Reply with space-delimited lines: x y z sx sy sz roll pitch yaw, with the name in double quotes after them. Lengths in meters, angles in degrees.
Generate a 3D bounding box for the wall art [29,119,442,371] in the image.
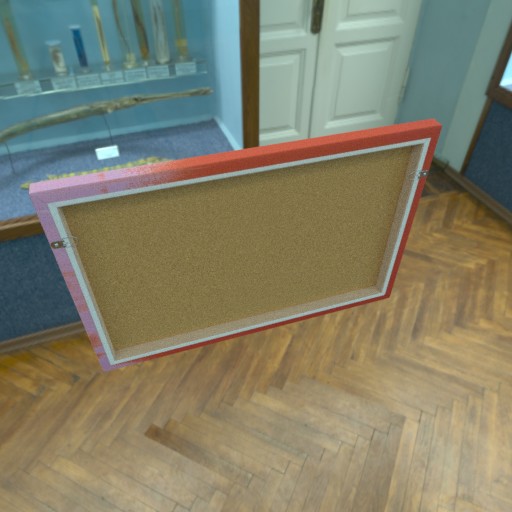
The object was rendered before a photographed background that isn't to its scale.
0.000 0.000 1.155 0.913 0.609 0.040 -12 44 -13 "wall art"
